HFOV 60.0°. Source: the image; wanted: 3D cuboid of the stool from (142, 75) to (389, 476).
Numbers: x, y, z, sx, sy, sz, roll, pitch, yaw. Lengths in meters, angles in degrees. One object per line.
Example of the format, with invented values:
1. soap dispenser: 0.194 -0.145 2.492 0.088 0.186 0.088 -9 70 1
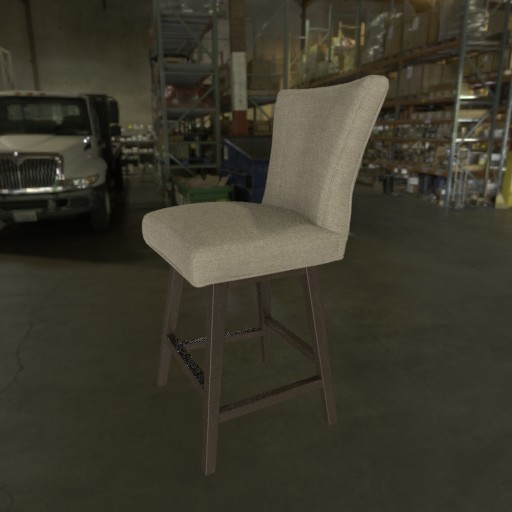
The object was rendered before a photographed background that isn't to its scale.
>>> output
1. stool: 0.000 0.000 1.345 0.574 1.000 0.514 -8 17 -26
